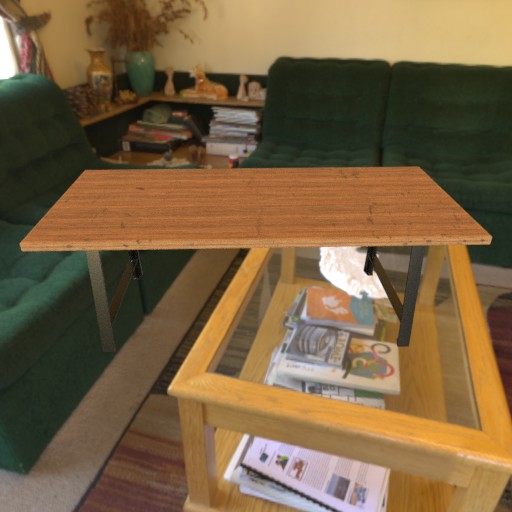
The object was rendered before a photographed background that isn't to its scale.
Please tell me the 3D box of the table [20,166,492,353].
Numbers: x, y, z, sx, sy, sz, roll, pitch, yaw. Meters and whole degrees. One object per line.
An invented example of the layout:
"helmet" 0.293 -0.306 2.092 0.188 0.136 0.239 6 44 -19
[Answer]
"table" 0.000 0.000 2.679 2.200 0.757 1.000 -1 30 -1
